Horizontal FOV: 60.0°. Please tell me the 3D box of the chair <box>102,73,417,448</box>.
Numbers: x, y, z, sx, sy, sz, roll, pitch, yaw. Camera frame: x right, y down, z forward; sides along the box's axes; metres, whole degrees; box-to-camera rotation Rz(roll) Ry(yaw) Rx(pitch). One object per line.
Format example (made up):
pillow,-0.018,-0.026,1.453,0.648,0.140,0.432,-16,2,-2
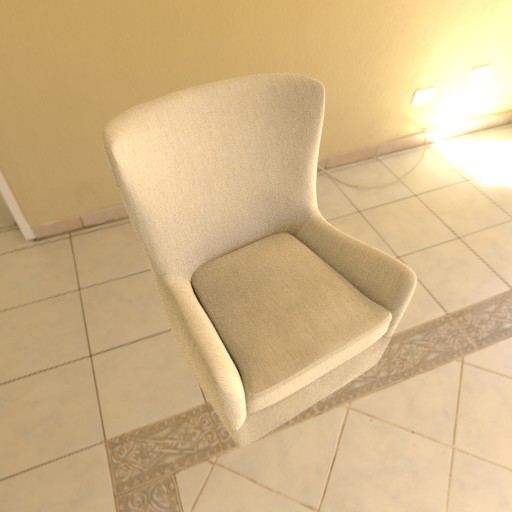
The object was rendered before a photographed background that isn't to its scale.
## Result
chair,0.000,0.000,1.640,0.779,1.000,0.904,-24,51,-21
